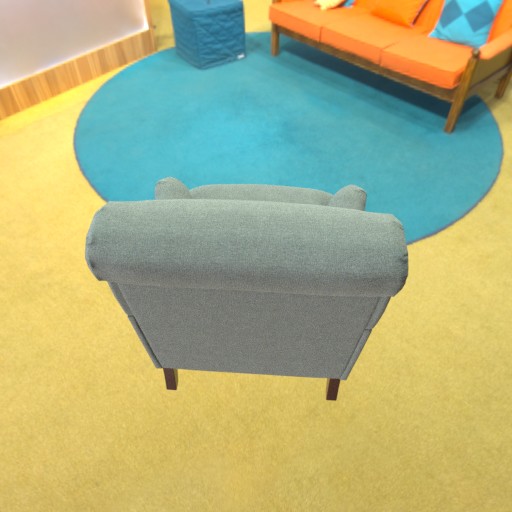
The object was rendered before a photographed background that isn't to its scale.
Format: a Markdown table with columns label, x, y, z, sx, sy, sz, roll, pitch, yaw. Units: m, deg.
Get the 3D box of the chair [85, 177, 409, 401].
| label | x | y | z | sx | sy | sz | roll | pitch | yaw |
| --- | --- | --- | --- | --- | --- | --- | --- | --- | --- |
| chair | 0.000 | 0.000 | 1.951 | 0.964 | 1.178 | 1.060 | 3 | 47 | 3 |
